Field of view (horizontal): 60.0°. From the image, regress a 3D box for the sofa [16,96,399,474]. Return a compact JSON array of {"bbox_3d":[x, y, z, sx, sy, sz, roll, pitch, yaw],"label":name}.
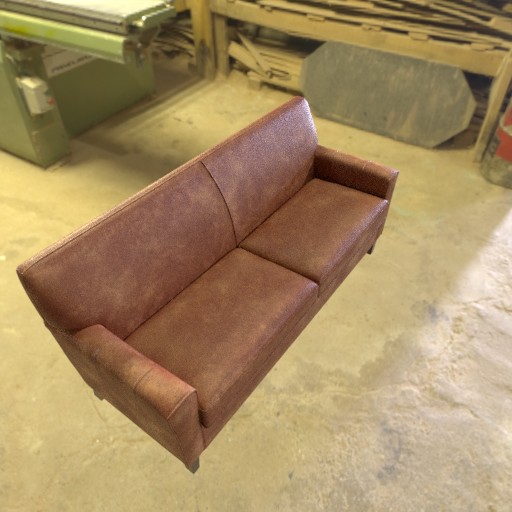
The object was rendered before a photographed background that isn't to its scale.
[{"bbox_3d":[0.000,0.000,2.429,0.805,0.947,2.053,26,48,26],"label":"sofa"}]
